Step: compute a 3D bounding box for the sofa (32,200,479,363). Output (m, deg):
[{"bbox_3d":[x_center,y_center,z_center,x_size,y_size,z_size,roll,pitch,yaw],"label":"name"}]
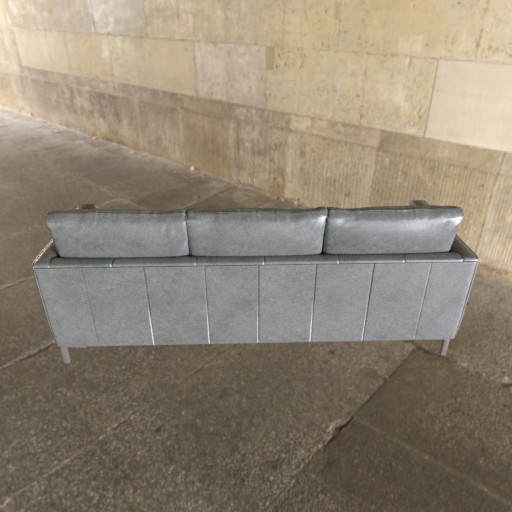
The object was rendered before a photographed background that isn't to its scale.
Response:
[{"bbox_3d":[0.000,0.000,2.371,2.029,0.805,0.748,-1,29,-1],"label":"sofa"}]
